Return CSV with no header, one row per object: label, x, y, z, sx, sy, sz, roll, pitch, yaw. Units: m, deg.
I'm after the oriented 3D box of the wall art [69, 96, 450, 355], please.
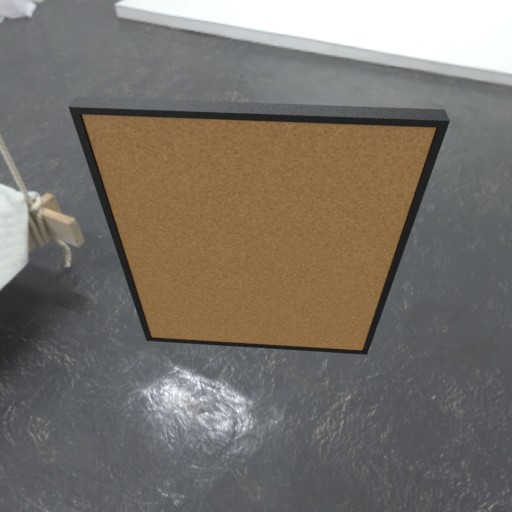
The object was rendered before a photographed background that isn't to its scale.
wall art,0.000,0.000,0.529,0.330,0.381,0.019,3,47,3
